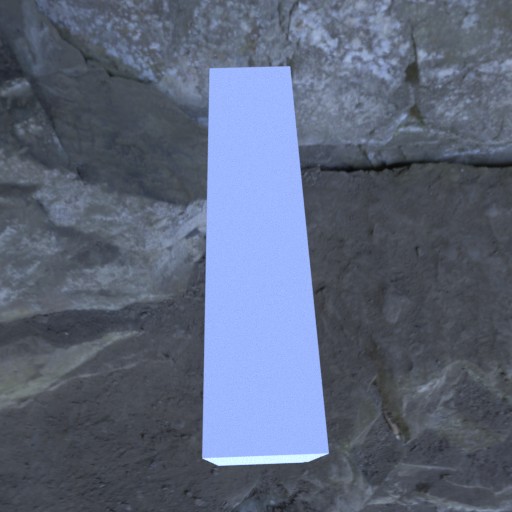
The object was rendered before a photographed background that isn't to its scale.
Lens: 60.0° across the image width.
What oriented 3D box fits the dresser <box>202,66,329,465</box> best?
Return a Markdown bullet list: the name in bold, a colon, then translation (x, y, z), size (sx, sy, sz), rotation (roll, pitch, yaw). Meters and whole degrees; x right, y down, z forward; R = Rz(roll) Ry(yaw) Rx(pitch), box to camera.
- **dresser**: translation (0.000, 0.000, 2.621), size (0.500, 0.840, 2.200), rotation (-2, 63, -1)
